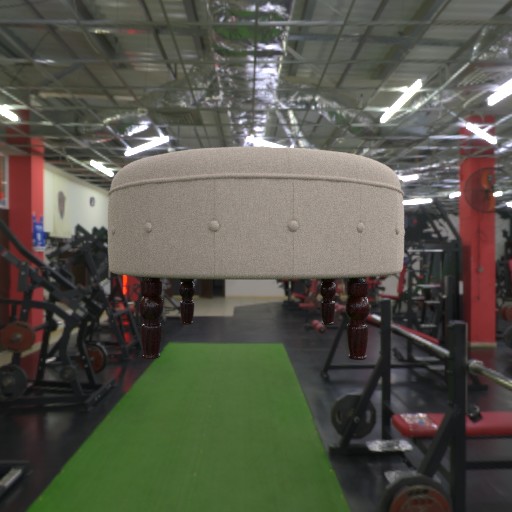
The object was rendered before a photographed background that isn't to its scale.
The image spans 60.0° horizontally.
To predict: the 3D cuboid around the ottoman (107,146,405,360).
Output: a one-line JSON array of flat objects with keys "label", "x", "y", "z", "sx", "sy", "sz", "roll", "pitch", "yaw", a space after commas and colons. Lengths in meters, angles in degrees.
[{"label": "ottoman", "x": 0.000, "y": 0.000, "z": 1.340, "sx": 0.848, "sy": 0.494, "sz": 0.848, "roll": 0, "pitch": 1, "yaw": 0}]
